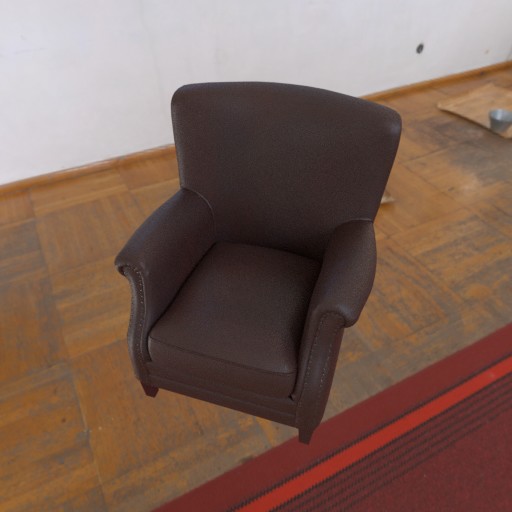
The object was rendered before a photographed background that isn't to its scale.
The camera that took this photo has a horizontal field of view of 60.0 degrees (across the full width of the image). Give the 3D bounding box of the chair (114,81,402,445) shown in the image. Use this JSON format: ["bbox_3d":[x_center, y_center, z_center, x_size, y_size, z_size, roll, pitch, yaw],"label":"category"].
[{"bbox_3d":[0.000,0.000,1.342,0.700,0.800,0.746,12,42,13],"label":"chair"}]
